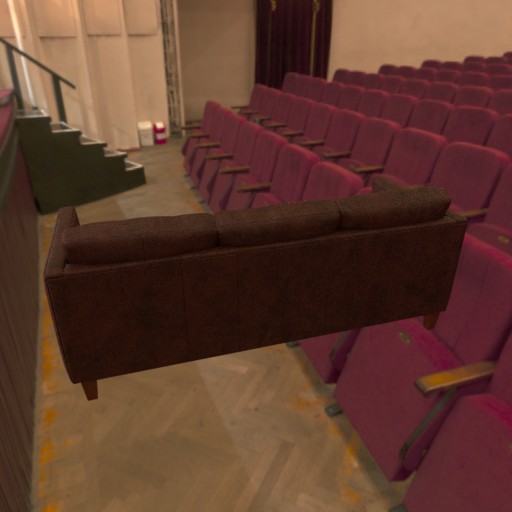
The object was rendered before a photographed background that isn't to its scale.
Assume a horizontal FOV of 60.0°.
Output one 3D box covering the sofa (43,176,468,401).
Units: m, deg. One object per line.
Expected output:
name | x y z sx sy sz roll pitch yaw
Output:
sofa | 0.000 0.000 2.991 2.464 1.006 1.045 -8 27 -16
